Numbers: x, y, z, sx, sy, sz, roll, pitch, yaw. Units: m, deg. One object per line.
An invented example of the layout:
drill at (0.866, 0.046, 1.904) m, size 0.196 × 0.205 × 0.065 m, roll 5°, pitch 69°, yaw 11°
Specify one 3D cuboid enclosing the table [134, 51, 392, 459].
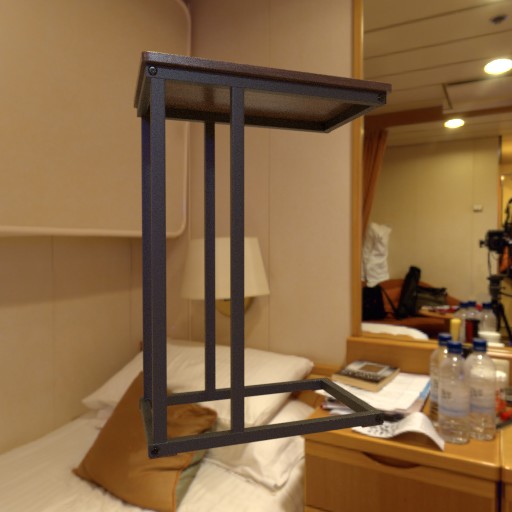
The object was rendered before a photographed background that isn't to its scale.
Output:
table at (0.000, 0.000, 0.874) m, size 0.450 × 0.637 × 0.254 m, roll -1°, pitch 2°, yaw -18°
